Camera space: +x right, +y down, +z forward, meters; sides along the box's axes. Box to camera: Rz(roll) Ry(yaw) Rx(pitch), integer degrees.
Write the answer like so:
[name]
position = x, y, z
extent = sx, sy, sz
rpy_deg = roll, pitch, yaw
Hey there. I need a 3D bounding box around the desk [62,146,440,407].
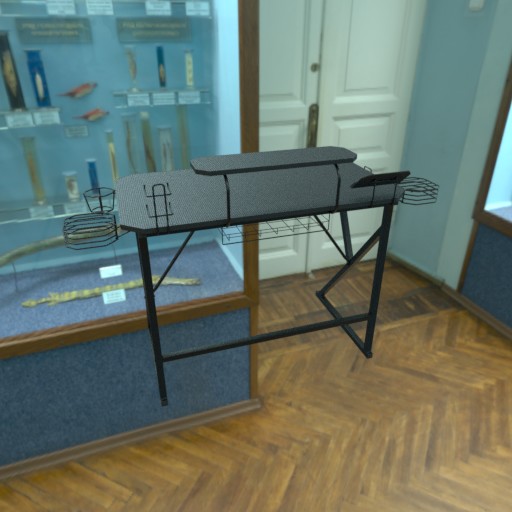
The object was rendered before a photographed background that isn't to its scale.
[desk]
position = 0.000, 0.000, 1.733
extent = 1.290, 0.880, 0.580
rpy_deg = -9, 29, -16
